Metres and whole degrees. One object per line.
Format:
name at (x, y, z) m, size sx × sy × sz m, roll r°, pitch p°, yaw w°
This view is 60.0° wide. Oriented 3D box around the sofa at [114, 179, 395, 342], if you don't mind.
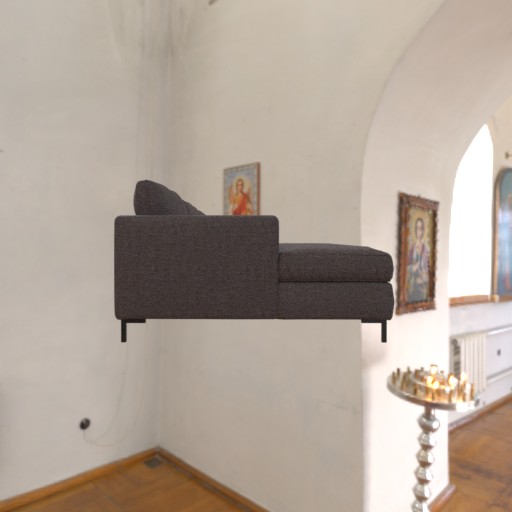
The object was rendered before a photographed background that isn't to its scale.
sofa at (0.000, 0.000, 3.299) m, size 1.258 × 0.754 × 2.731 m, roll 0°, pitch 1°, yaw 0°
